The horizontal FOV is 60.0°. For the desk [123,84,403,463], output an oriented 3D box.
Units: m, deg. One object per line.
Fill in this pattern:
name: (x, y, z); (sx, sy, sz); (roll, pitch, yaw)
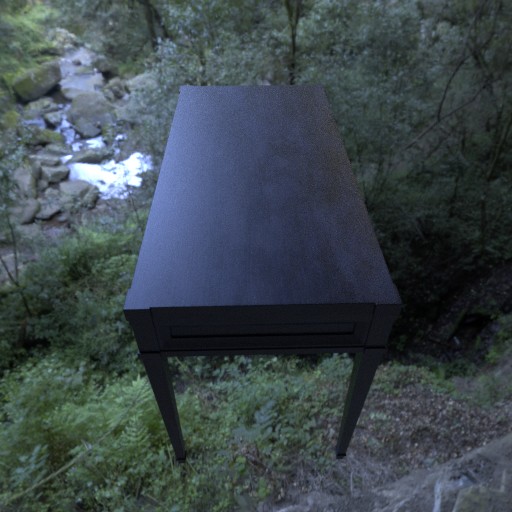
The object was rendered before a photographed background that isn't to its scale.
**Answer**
desk: (0.000, 0.000, 1.759); (0.630, 0.861, 1.289); (-1, 42, -1)
